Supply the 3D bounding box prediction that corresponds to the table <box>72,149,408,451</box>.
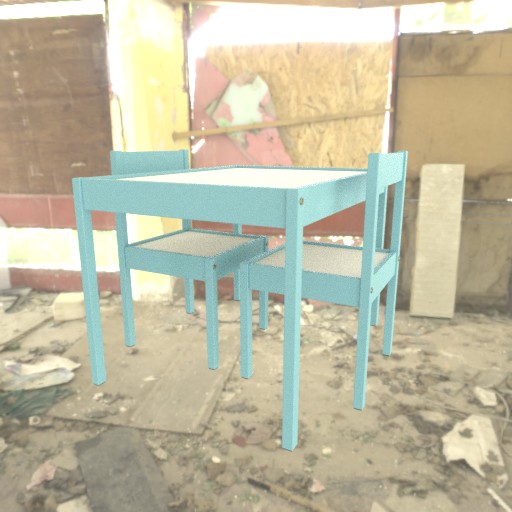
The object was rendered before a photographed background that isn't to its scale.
[{"bbox_3d":[0.000,0.000,1.088,0.633,0.503,0.639,7,16,27],"label":"table"}]
